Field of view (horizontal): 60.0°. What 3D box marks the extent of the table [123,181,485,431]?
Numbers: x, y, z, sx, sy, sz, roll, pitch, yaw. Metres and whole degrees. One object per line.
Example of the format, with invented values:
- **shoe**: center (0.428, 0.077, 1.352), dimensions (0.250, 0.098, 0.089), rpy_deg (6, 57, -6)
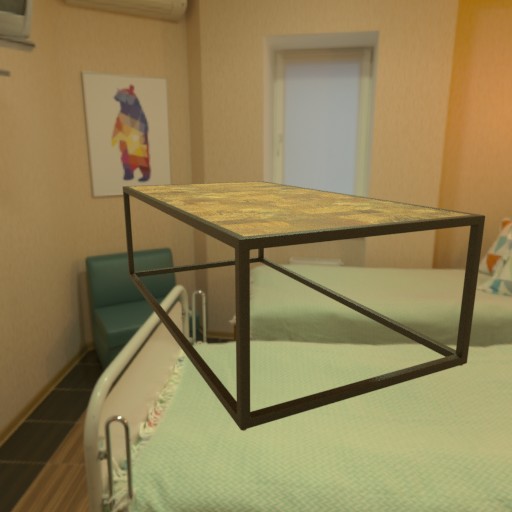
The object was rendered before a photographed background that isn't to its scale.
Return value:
- **table**: center (0.000, 0.000, 1.501), dimensions (0.649, 0.398, 1.199), rpy_deg (-7, 15, -25)
